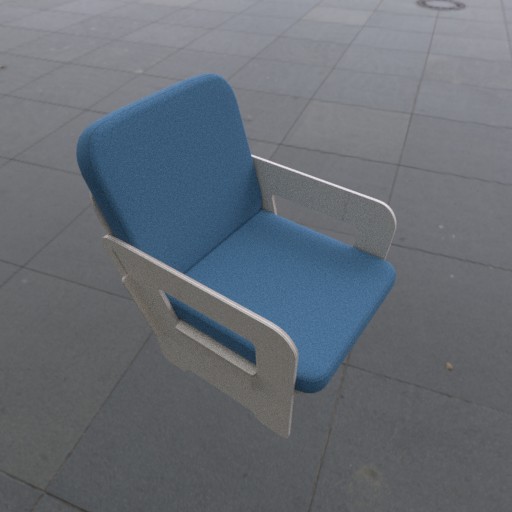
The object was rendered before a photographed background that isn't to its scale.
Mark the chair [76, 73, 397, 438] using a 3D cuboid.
[{"bbox_3d":[0.000,0.000,1.188,0.657,0.747,0.547,25,48,26],"label":"chair"}]
